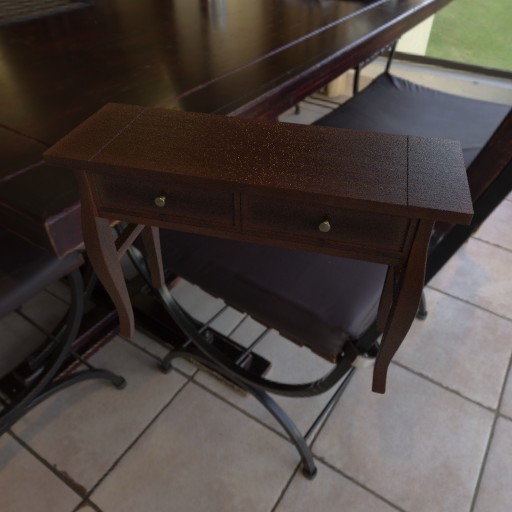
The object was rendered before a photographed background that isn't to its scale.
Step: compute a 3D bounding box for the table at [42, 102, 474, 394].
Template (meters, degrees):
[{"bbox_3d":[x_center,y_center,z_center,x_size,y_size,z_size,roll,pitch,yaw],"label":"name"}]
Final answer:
[{"bbox_3d":[0.000,0.000,1.436,1.062,0.768,0.373,10,42,11],"label":"table"}]
